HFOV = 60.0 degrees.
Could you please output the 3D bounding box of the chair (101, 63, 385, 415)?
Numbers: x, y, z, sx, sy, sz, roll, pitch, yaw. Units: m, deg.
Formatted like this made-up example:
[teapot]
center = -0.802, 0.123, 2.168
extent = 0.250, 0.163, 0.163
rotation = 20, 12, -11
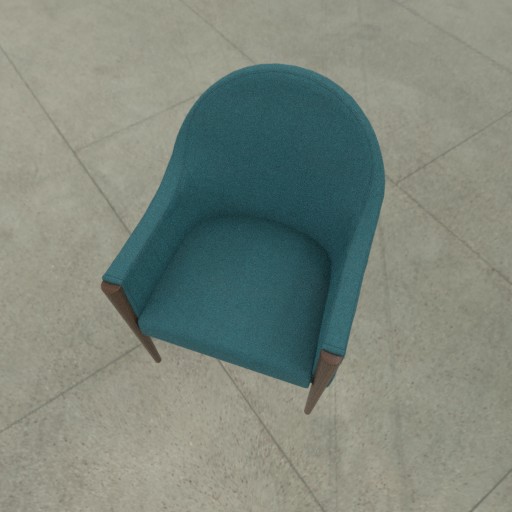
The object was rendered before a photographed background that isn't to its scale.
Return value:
[chair]
center = 0.000, 0.000, 1.375
extent = 0.656, 0.907, 0.652
rotation = 16, 59, 10
